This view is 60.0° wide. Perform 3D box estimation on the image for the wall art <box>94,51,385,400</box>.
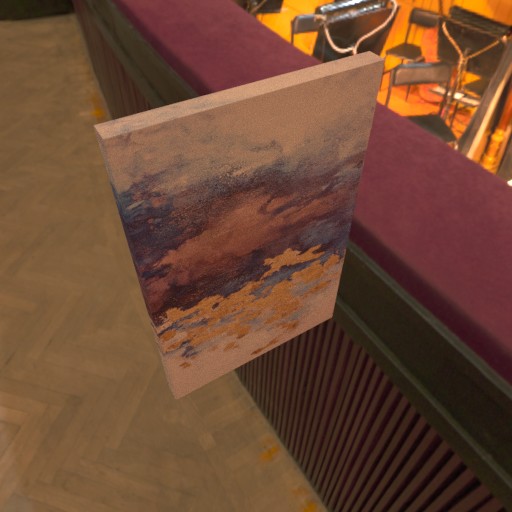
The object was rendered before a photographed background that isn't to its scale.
[{"bbox_3d":[0.000,0.000,1.119,0.583,0.874,0.048,-24,50,-21],"label":"wall art"}]
